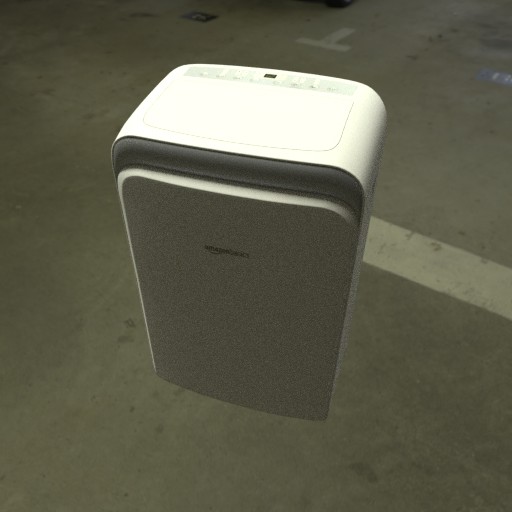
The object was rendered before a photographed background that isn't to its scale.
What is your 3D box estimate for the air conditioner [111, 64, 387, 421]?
[{"bbox_3d":[0.000,0.000,0.946,0.454,0.700,0.365,11,44,12],"label":"air conditioner"}]
